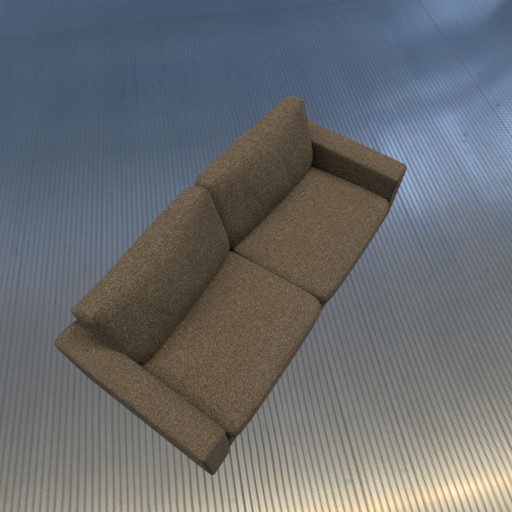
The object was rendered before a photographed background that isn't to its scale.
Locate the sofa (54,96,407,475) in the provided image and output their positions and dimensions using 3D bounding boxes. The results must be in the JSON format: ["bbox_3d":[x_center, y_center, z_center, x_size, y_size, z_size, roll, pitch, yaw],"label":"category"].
[{"bbox_3d":[0.000,0.000,2.679,1.016,0.873,2.179,30,63,18],"label":"sofa"}]
